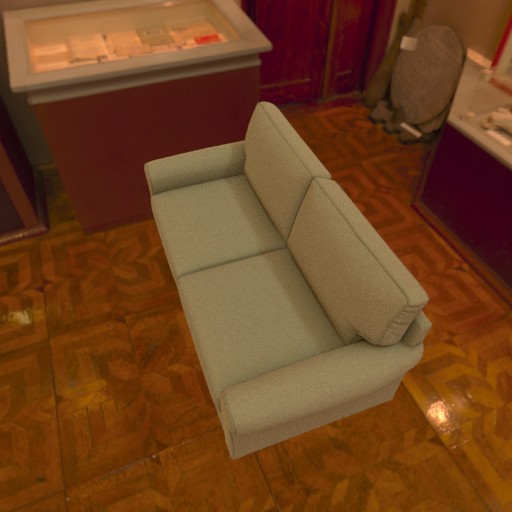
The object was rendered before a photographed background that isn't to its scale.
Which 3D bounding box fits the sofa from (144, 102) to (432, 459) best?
[{"bbox_3d":[0.000,0.000,2.500,0.940,0.952,1.930,-15,49,-14],"label":"sofa"}]
